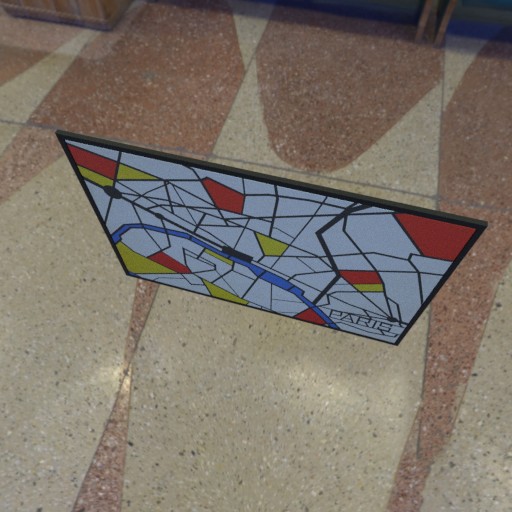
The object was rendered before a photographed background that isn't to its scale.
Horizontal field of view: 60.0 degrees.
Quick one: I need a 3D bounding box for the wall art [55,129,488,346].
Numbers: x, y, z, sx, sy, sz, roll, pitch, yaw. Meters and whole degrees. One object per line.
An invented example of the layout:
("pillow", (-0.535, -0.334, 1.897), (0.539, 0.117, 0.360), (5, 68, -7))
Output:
("wall art", (0.000, 0.000, 1.237), (0.963, 0.665, 0.013), (14, 59, 8))
